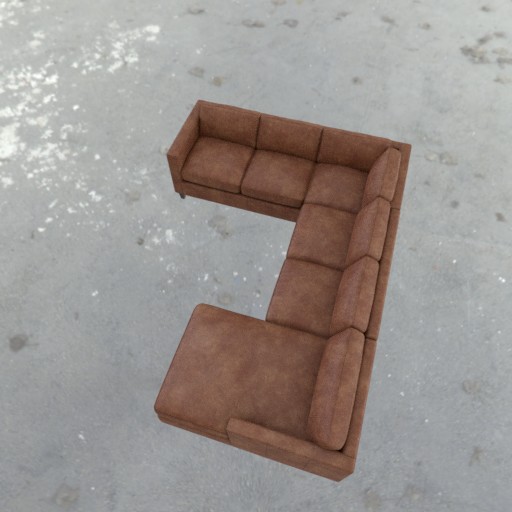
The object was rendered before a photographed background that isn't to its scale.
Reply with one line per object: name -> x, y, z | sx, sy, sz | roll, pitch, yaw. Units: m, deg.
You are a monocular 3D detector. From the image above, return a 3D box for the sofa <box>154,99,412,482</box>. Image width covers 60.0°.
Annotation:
sofa -> 0.000, 0.000, 4.318 | 2.452, 0.888, 3.324 | 15, 59, 9
